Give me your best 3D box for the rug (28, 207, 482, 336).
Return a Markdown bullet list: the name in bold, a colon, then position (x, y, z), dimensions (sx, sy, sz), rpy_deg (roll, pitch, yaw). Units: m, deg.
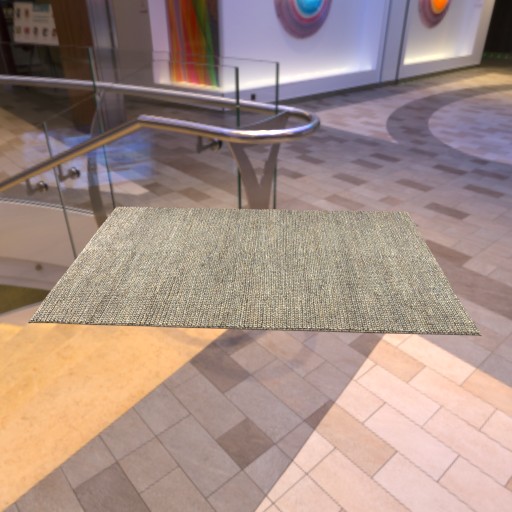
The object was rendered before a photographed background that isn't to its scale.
- **rug**: position (0.000, 0.000, 3.034), dimensions (2.443, 0.021, 1.538), rpy_deg (1, 30, 2)
